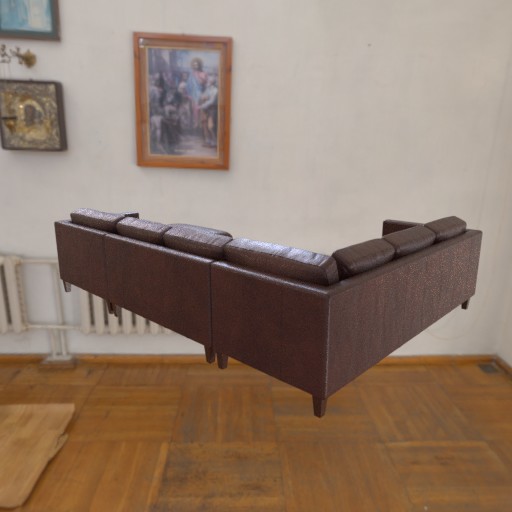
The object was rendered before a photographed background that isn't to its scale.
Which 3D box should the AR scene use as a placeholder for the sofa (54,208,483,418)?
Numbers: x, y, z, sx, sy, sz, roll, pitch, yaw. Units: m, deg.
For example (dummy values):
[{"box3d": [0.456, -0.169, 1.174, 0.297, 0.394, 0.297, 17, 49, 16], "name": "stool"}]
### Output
[{"box3d": [0.000, 0.000, 4.303, 3.324, 0.891, 2.452, 13, 19, 42], "name": "sofa"}]
